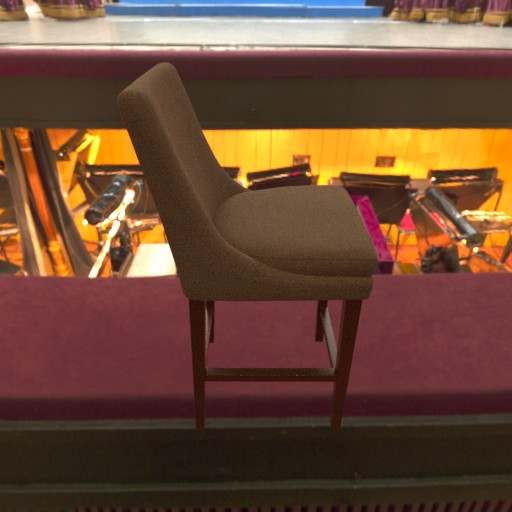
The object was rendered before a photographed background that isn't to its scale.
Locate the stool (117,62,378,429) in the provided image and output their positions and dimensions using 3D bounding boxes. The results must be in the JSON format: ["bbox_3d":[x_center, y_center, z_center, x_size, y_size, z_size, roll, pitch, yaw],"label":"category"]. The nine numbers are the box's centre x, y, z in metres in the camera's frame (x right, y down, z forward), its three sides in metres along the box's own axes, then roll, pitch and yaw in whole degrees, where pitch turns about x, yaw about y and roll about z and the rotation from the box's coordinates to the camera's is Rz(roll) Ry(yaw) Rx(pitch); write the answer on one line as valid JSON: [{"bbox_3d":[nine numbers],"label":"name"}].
[{"bbox_3d":[0.000,0.000,1.275,0.577,0.981,0.470,0,31,0],"label":"stool"}]
